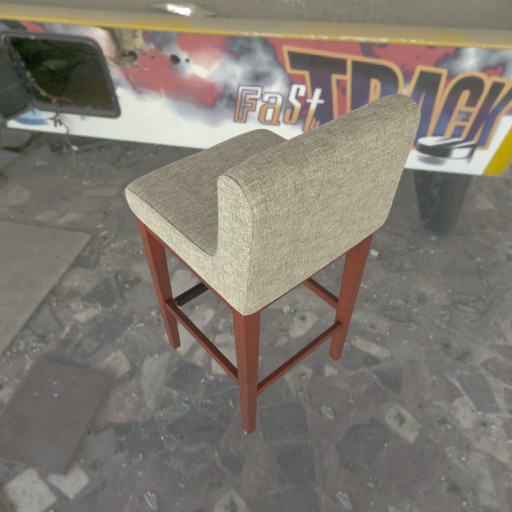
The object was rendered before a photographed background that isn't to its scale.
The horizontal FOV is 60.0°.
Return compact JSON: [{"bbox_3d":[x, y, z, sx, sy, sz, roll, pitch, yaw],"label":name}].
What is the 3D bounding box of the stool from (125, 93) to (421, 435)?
[{"bbox_3d":[0.000,0.000,1.094,0.417,0.835,0.459,-31,52,-28],"label":"stool"}]
